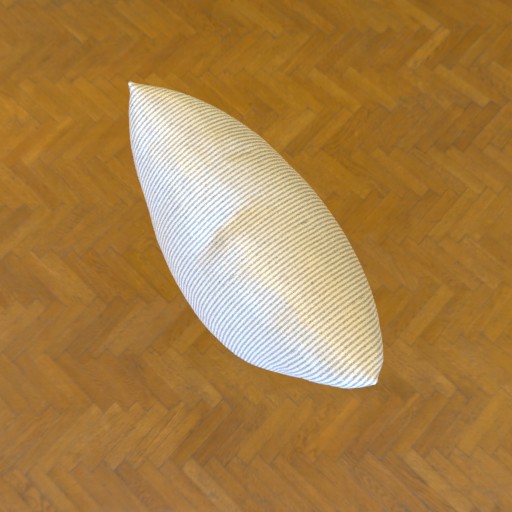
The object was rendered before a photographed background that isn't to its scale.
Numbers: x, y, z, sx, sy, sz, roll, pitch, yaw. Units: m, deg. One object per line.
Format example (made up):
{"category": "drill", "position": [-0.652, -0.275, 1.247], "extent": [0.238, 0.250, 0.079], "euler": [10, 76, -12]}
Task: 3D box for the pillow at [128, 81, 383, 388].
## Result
{"category": "pillow", "position": [0.000, 0.000, 0.695], "extent": [0.310, 0.432, 0.387], "euler": [-3, 77, -1]}
